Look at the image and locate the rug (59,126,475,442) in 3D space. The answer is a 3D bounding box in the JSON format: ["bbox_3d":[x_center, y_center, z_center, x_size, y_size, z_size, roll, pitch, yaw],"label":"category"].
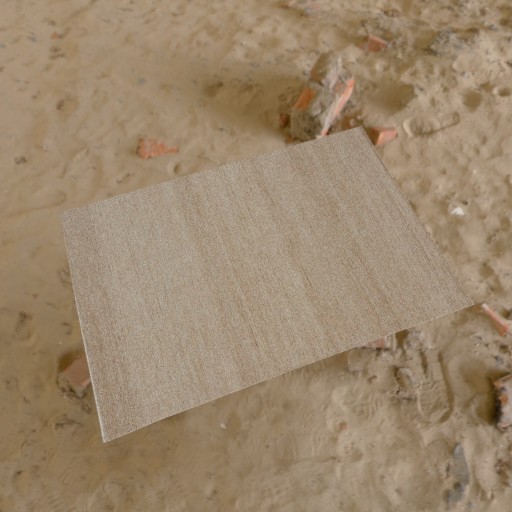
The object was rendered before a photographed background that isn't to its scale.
[{"bbox_3d":[0.000,0.000,2.922,2.346,0.029,1.574,-18,64,-9],"label":"rug"}]
